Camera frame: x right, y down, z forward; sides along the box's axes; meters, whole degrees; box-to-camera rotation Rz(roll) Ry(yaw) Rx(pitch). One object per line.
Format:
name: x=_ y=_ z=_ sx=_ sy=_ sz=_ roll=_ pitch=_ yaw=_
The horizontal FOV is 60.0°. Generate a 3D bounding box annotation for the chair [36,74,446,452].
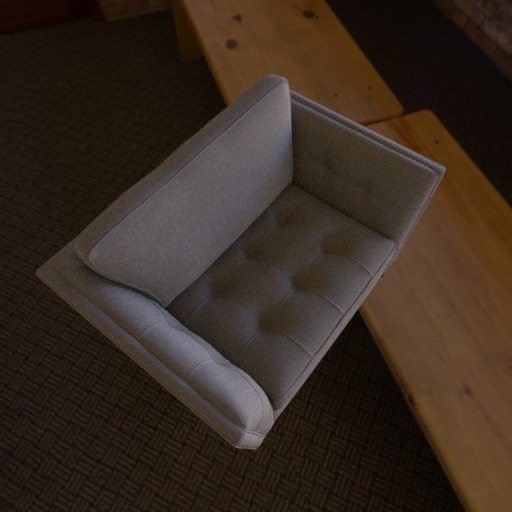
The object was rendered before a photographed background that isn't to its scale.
chair: x=0.000 y=0.000 z=1.997 sx=0.965 sy=0.942 sz=1.396 roll=34 pitch=65 yaw=19
